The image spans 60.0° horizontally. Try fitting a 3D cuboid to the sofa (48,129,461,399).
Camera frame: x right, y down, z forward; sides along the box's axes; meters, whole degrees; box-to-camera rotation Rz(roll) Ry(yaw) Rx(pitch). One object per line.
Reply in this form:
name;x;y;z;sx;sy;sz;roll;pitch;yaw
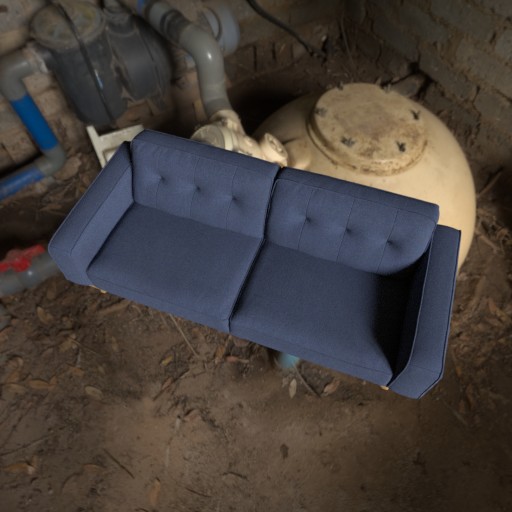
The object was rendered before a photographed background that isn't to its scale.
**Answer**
sofa;0.000;0.000;2.718;2.270;0.782;0.953;17;59;11
